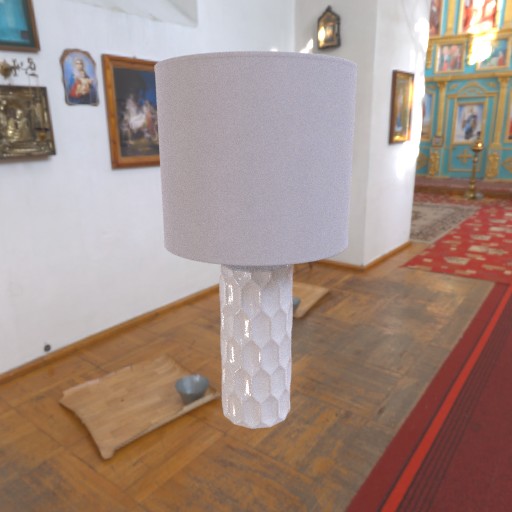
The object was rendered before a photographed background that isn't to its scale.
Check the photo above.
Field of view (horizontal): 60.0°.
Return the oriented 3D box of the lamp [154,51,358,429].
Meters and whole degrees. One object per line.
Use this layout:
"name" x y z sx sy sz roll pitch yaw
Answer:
"lamp" 0.000 0.000 0.686 0.277 0.537 0.277 -2 15 -8
